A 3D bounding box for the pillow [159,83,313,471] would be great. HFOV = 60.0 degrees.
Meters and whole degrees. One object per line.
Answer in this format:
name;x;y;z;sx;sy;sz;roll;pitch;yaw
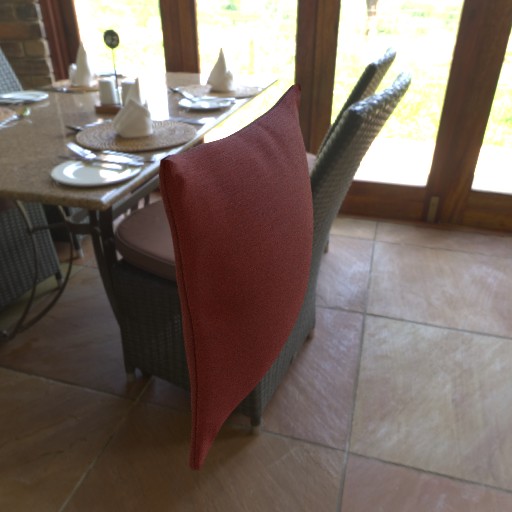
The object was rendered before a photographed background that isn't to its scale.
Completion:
pillow;0.000;0.000;0.646;0.151;0.416;0.435;10;31;17
